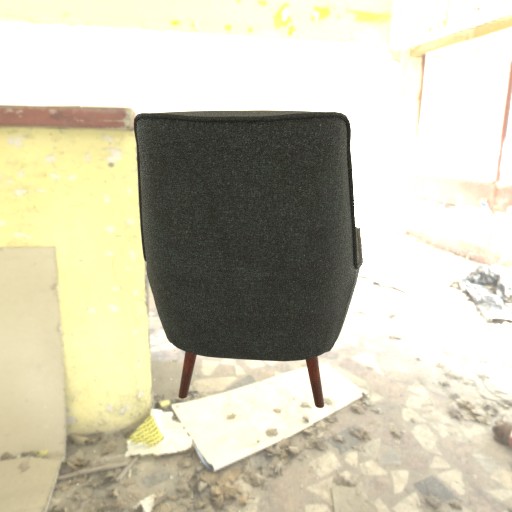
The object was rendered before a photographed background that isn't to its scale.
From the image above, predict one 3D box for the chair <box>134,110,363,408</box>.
[{"bbox_3d":[0.000,0.000,1.472,0.763,0.883,0.859,2,15,7],"label":"chair"}]
